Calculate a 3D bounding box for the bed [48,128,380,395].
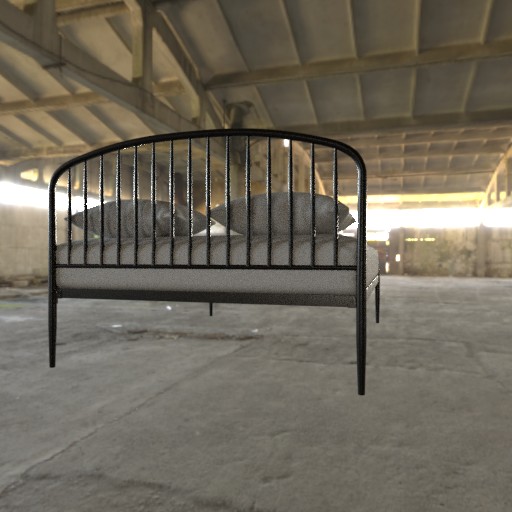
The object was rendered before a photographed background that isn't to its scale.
[{"bbox_3d":[0.000,0.000,3.095,1.618,1.166,2.159,0,0,17],"label":"bed"}]
